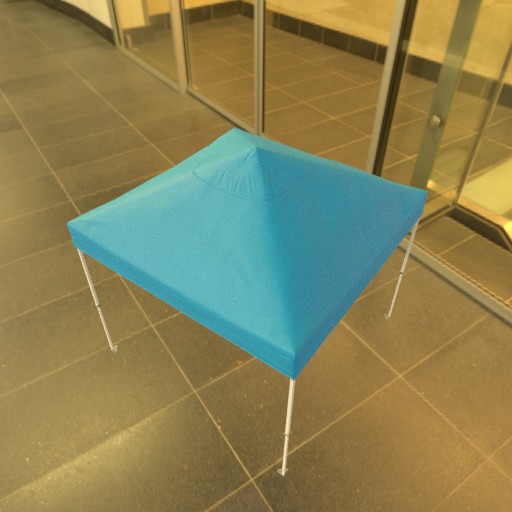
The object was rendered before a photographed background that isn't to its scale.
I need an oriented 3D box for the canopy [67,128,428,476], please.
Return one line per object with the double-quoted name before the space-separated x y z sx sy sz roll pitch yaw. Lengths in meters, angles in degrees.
"canopy" 0.000 0.000 5.580 2.998 2.997 2.996 26 47 27
